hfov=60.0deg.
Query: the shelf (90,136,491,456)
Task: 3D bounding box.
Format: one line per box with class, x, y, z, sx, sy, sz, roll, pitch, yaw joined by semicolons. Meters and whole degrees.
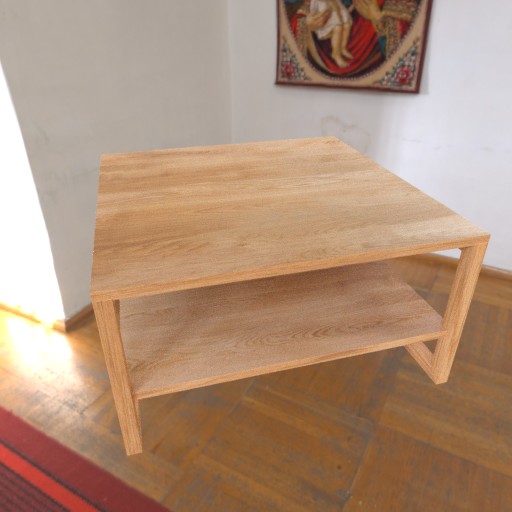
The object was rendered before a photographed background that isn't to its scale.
shelf;0.000;0.000;1.433;0.899;0.480;0.899;-8;31;-13
